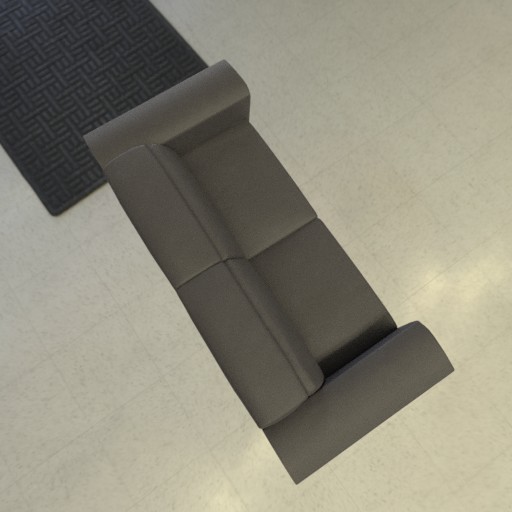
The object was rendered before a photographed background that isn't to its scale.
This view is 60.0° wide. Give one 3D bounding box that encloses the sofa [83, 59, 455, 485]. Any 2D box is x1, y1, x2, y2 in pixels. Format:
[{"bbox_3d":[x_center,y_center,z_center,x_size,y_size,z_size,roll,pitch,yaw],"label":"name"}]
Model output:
[{"bbox_3d":[0.000,0.000,2.745,1.048,0.814,2.330,-32,77,-8],"label":"sofa"}]
